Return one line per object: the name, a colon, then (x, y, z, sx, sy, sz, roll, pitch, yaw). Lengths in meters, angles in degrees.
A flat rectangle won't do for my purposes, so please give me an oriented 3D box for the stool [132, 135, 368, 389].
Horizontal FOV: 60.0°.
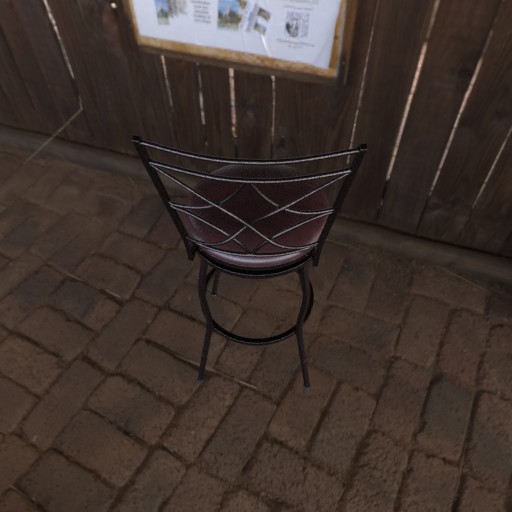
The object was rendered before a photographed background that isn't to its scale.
stool: (0.000, 0.000, 1.373, 0.434, 1.117, 0.534, 3, 49, 2)
